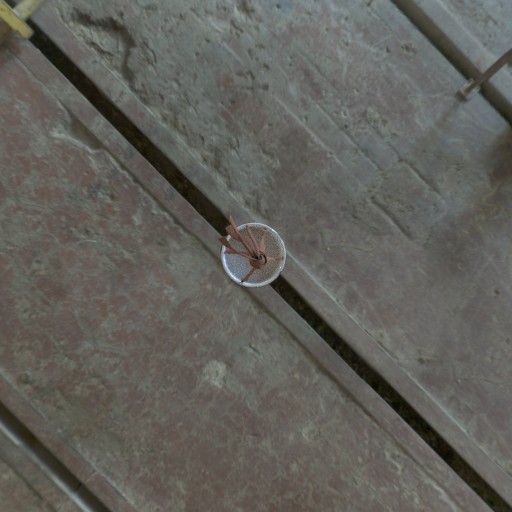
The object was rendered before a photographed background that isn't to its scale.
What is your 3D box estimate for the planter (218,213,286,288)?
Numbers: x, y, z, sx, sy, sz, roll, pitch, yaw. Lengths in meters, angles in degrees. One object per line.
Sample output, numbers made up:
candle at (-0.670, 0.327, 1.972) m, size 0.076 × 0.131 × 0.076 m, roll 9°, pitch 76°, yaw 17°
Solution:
planter at (0.000, 0.000, 0.822) m, size 0.166 × 0.751 × 0.166 m, roll 0°, pitch 90°, yaw -1°
